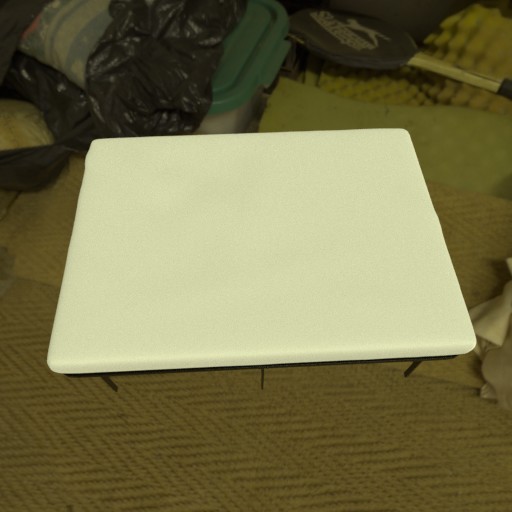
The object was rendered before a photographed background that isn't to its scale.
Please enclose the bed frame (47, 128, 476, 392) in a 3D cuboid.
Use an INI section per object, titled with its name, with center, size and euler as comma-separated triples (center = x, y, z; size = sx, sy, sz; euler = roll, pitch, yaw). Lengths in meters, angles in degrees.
[bed frame]
center = 0.000, 0.000, 2.496
size = 1.905, 0.637, 1.372
euler = -2, 58, -2
